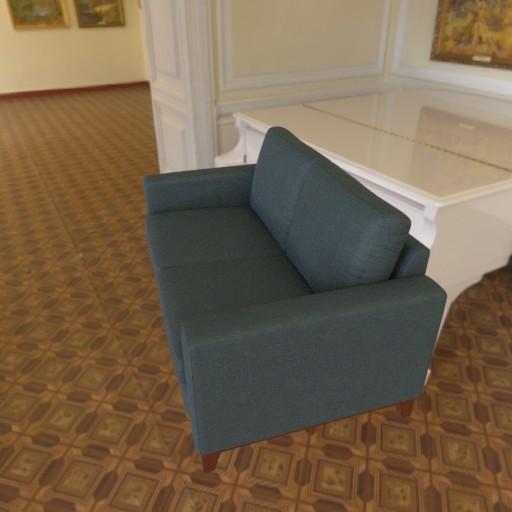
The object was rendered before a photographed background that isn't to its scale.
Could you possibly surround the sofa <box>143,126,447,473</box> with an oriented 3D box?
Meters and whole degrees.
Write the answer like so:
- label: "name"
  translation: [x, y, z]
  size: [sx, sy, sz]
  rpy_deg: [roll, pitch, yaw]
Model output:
- label: "sofa"
  translation: [0.000, 0.000, 2.111]
  size: [0.955, 0.903, 1.489]
  rpy_deg: [-9, 32, -15]
